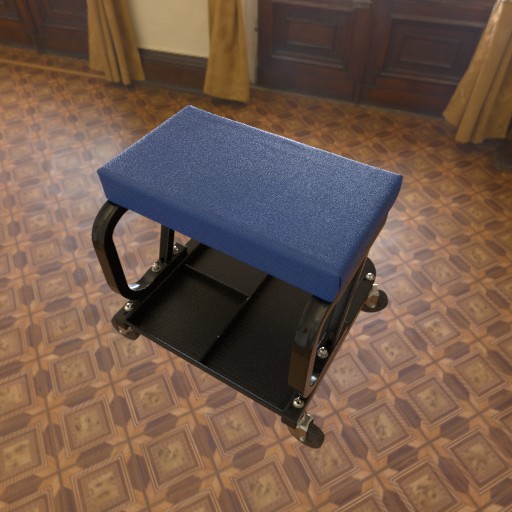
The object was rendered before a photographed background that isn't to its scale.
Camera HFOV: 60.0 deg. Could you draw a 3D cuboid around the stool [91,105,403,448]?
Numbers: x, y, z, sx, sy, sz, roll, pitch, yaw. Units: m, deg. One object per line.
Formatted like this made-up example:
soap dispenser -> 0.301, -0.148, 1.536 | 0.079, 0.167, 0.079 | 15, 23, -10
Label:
stool -> 0.000, 0.000, 0.755 | 0.446, 0.380, 0.371 | 24, 52, 21
